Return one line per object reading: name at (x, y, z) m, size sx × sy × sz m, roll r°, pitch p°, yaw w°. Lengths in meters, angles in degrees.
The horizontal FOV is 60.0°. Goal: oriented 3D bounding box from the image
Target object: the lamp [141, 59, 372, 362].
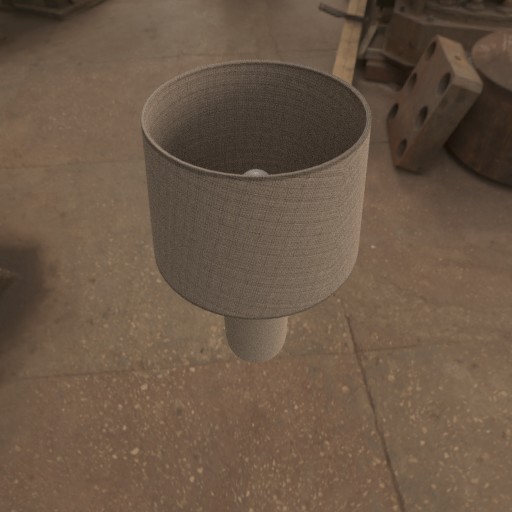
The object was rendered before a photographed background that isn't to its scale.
lamp at (0.000, 0.000, 0.844) m, size 0.367 × 0.609 × 0.367 m, roll 0°, pitch 47°, yaw 0°
